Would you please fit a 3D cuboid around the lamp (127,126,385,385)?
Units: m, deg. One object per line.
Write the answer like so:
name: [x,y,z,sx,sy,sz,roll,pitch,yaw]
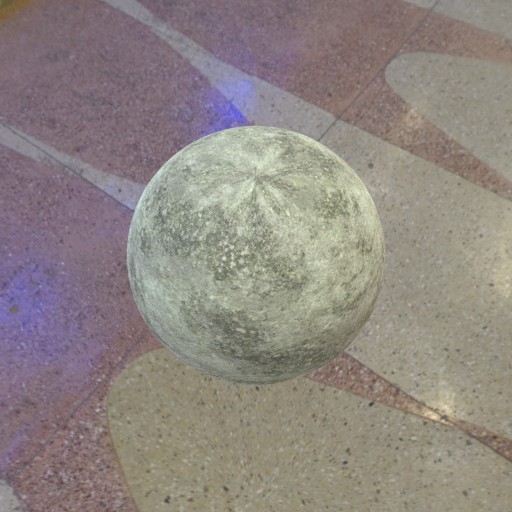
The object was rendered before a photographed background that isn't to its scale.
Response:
lamp: [0.000,0.000,0.754,0.422,0.429,0.422,0,61,0]
